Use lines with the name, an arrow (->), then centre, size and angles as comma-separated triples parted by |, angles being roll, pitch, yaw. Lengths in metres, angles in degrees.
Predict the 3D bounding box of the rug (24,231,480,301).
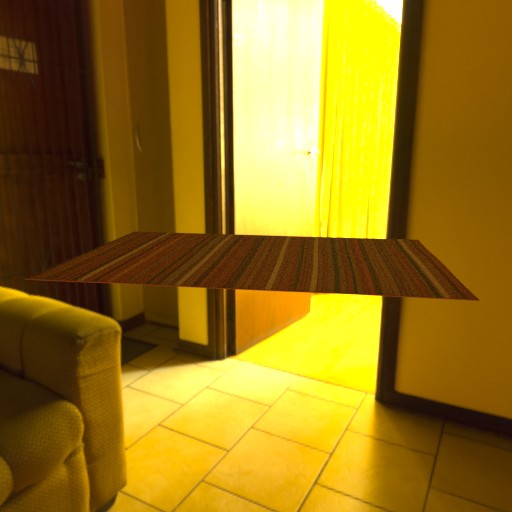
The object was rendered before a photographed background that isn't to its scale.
rug -> 0.000, 0.000, 3.060 | 2.438, 0.008, 1.523 | 2, 13, 9
